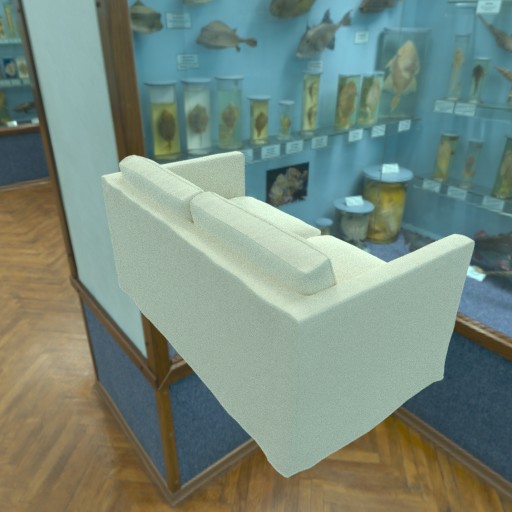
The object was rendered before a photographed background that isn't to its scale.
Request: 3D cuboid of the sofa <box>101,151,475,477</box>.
[{"bbox_3d":[0.000,0.000,2.266,0.962,0.834,1.746,-19,33,-31],"label":"sofa"}]
